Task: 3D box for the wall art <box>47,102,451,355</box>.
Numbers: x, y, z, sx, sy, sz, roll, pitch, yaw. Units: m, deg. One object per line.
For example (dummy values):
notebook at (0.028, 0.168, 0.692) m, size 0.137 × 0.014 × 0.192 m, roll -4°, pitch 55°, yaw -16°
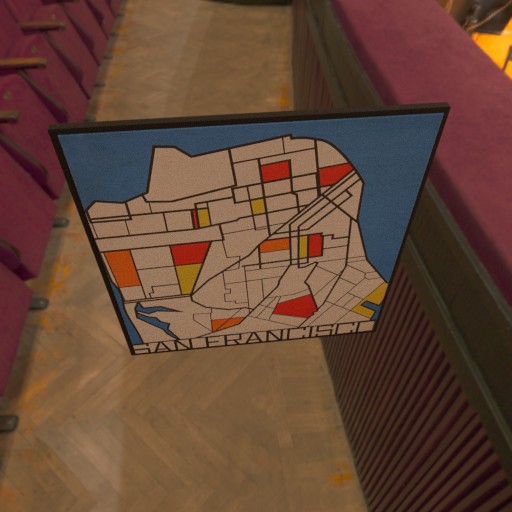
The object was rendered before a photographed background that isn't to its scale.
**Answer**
wall art at (0.000, 0.000, 0.667) m, size 0.458 × 0.457 × 0.013 m, roll -5°, pitch 46°, yaw -5°
